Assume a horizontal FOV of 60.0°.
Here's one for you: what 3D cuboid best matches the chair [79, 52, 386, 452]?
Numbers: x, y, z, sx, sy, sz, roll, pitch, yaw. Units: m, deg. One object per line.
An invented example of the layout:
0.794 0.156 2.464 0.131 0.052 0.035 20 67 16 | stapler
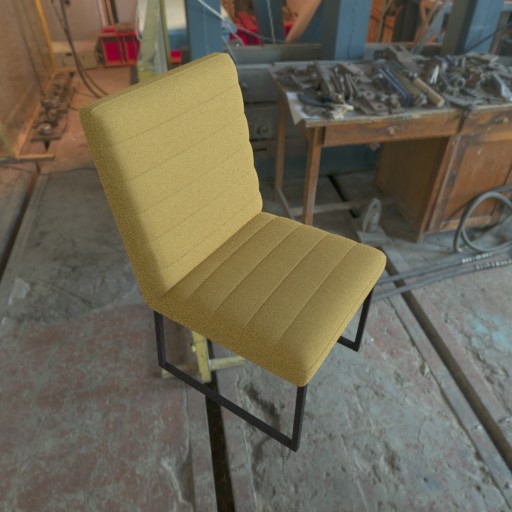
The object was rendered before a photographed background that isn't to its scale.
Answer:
0.000 0.000 1.290 0.634 0.930 0.520 24 46 25 | chair
